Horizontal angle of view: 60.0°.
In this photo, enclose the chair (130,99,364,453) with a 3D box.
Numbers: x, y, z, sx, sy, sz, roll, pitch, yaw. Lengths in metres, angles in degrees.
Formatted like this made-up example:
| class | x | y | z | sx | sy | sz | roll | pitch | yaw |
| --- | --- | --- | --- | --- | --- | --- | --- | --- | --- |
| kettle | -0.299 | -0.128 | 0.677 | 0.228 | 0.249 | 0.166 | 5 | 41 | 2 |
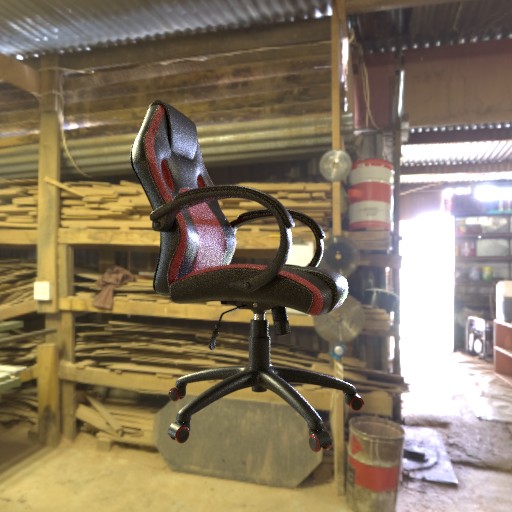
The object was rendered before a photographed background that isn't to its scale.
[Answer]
| class | x | y | z | sx | sy | sz | roll | pitch | yaw |
| --- | --- | --- | --- | --- | --- | --- | --- | --- | --- |
| chair | 0.000 | 0.000 | 1.698 | 0.783 | 1.189 | 0.750 | 0 | -1 | 18 |
